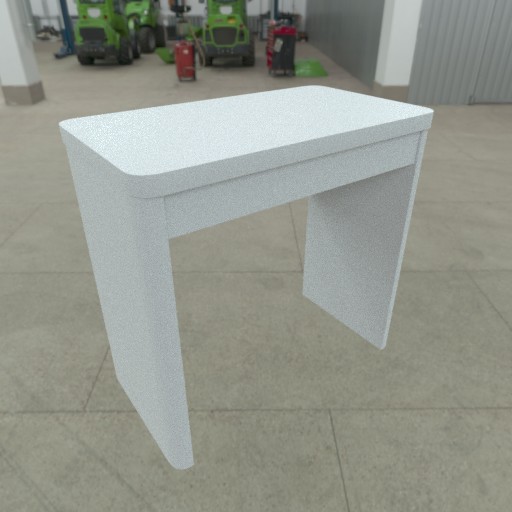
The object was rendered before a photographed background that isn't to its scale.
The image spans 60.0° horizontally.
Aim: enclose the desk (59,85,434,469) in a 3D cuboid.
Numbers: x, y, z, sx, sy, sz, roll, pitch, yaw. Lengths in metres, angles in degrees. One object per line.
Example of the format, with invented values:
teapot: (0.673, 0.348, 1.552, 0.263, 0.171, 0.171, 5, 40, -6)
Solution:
desk: (0.000, 0.000, 1.226, 0.790, 0.760, 0.446, -20, 36, -31)
